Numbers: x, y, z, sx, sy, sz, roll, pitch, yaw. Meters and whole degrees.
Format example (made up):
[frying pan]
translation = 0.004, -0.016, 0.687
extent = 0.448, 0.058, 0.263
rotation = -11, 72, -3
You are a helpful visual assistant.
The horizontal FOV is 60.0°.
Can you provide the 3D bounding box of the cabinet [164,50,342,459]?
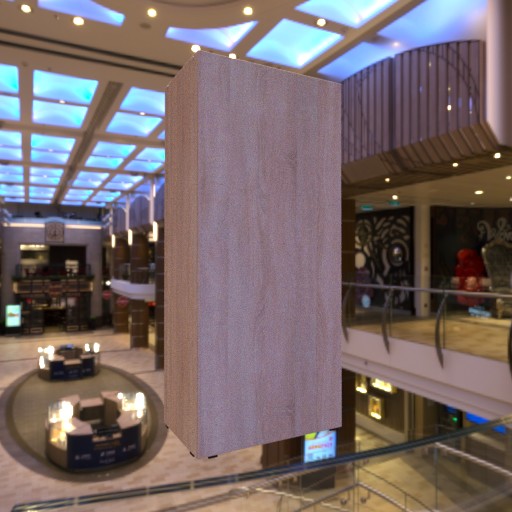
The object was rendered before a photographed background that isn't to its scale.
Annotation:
[cabinet]
translation = 0.000, 0.000, 2.881
extent = 1.094, 2.120, 1.327
rotation = 0, -1, 17
